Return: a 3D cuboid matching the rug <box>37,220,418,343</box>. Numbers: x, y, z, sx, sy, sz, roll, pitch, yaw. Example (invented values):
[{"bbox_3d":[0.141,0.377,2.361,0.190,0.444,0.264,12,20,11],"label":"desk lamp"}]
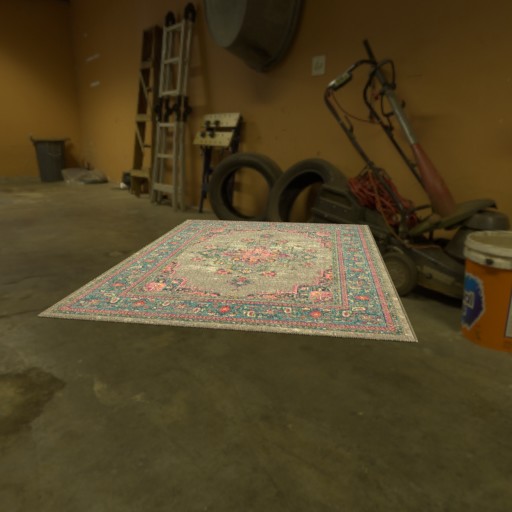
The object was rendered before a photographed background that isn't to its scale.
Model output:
[{"bbox_3d":[0.000,0.000,2.877,1.609,0.013,2.214,2,16,8],"label":"rug"}]
